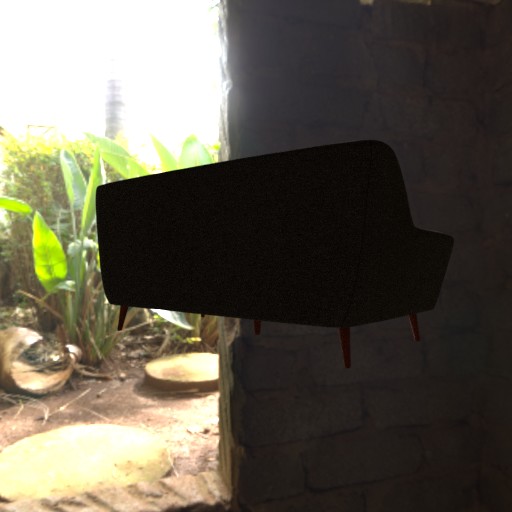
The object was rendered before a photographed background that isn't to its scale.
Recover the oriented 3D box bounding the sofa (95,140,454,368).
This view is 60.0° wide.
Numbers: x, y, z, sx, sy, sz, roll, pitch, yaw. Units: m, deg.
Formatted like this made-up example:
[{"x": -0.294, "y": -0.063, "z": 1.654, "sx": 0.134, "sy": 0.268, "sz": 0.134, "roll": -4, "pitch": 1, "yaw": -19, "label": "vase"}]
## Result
[{"x": 0.000, "y": 0.000, "z": 2.522, "sx": 1.929, "sy": 0.896, "sz": 0.975, "roll": 0, "pitch": 0, "yaw": 37, "label": "sofa"}]
